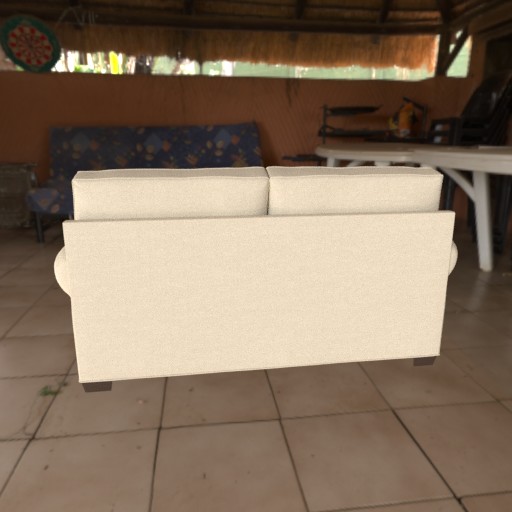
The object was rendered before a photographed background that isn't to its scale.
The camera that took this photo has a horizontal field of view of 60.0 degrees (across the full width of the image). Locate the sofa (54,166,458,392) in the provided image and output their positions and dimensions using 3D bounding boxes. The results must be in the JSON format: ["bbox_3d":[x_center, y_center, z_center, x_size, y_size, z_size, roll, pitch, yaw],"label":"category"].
[{"bbox_3d":[0.000,0.000,2.272,1.774,0.933,0.861,-2,15,-8],"label":"sofa"}]
